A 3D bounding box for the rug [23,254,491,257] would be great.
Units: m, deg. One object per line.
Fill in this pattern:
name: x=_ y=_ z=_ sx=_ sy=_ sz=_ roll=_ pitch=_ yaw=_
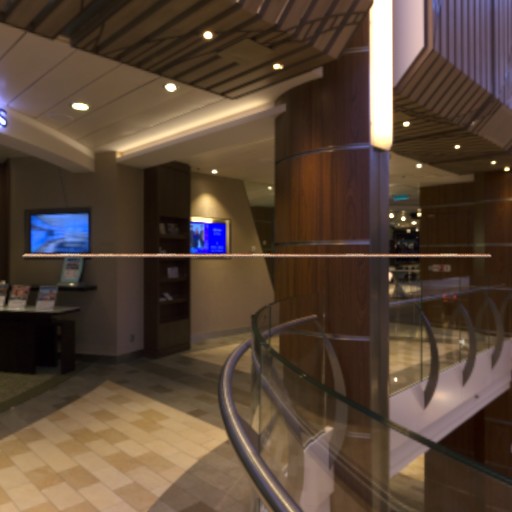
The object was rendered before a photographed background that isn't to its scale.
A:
rug: x=0.000 y=0.000 z=4.106 sx=3.049 sy=0.021 sz=2.466 roll=0 pitch=0 yaw=-1
